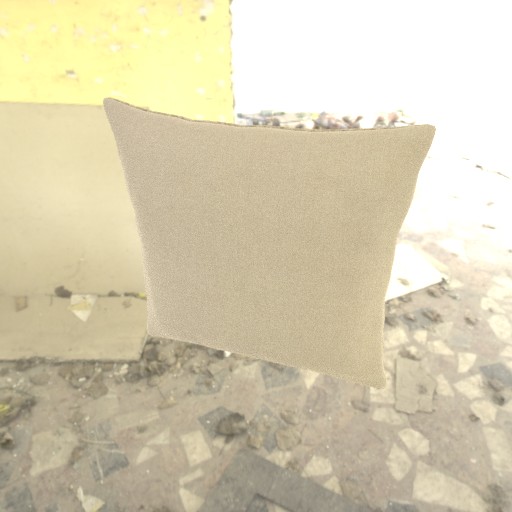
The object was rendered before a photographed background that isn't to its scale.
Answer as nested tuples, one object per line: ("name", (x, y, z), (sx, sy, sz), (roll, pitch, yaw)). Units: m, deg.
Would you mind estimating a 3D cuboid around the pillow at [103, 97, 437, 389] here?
("pillow", (0.000, 0.000, 0.789), (0.523, 0.510, 0.166), (10, 33, 16))
